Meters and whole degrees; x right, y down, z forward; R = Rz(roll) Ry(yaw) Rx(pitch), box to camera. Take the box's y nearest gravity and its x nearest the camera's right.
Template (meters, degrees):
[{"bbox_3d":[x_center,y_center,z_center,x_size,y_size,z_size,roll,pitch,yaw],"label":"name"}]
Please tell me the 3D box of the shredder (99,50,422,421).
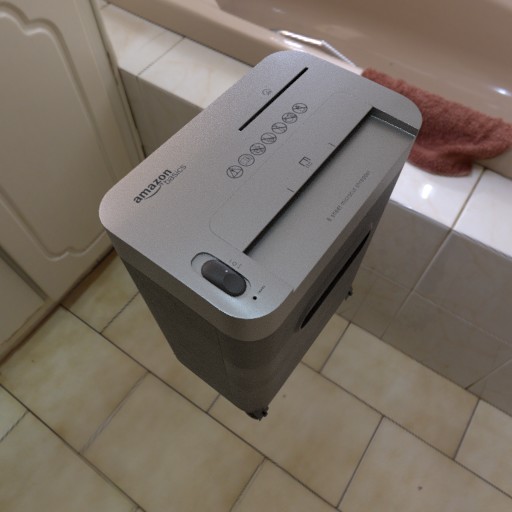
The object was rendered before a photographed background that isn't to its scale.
[{"bbox_3d":[0.000,0.000,0.611,0.237,0.419,0.311,33,64,18],"label":"shredder"}]
